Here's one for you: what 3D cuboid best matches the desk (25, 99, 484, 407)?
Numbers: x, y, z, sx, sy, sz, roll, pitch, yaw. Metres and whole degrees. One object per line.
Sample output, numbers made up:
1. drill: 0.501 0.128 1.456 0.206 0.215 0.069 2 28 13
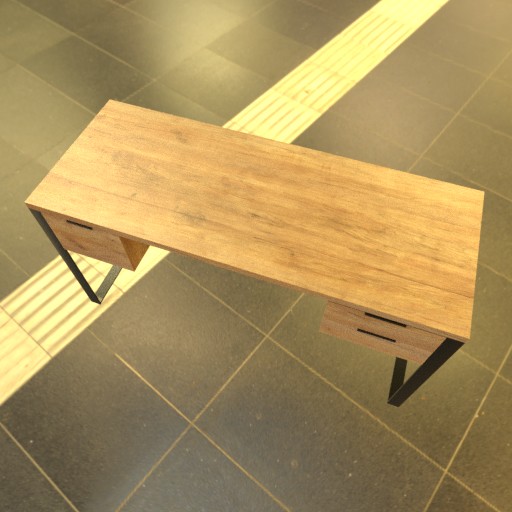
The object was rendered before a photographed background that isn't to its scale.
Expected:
1. desk: 0.000 0.000 1.888 1.520 0.760 0.600 17 58 11
